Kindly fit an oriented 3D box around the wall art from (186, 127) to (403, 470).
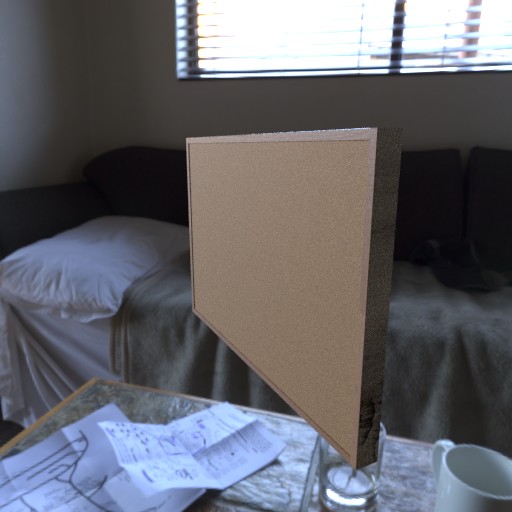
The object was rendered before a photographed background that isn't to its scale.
[{"bbox_3d":[0.000,0.000,0.771,0.035,0.407,0.613,-7,15,-26],"label":"wall art"}]
